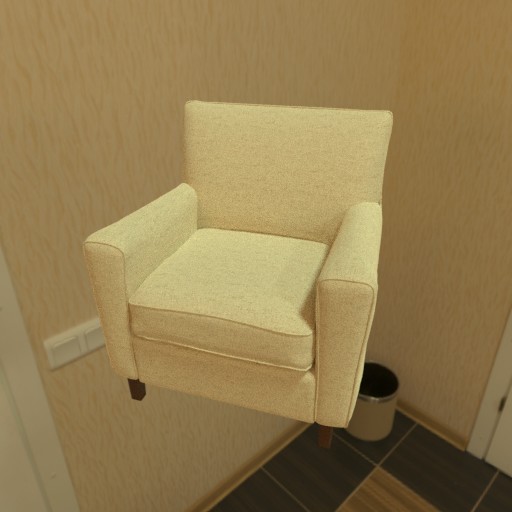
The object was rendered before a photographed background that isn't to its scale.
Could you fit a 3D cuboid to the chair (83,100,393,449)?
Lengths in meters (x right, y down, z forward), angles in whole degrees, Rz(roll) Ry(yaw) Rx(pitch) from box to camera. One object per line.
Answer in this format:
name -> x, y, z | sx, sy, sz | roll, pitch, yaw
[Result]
chair -> 0.000, 0.000, 1.608 | 0.870, 0.943, 0.823 | 8, 29, 15
